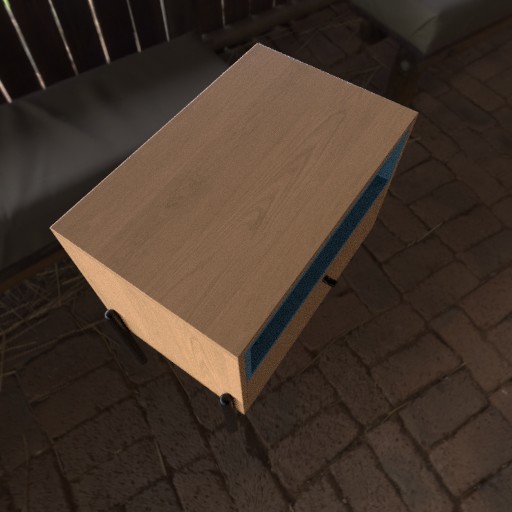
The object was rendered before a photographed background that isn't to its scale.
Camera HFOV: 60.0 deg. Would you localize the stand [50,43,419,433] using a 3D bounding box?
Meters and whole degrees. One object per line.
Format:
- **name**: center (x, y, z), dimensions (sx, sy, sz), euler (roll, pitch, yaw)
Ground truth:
- **stand**: center (0.000, 0.000, 1.030), dimensions (0.400, 0.600, 0.630), euler (31, 64, 17)
